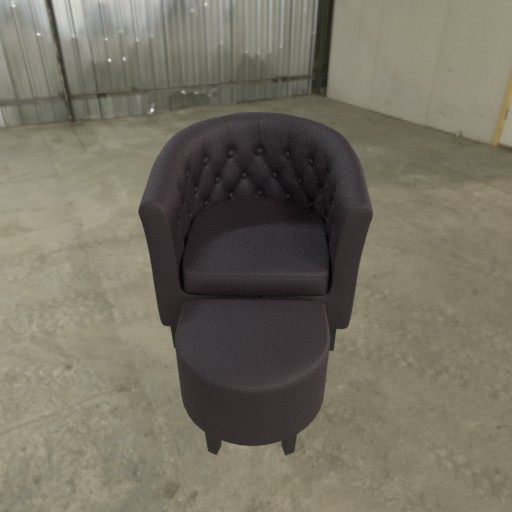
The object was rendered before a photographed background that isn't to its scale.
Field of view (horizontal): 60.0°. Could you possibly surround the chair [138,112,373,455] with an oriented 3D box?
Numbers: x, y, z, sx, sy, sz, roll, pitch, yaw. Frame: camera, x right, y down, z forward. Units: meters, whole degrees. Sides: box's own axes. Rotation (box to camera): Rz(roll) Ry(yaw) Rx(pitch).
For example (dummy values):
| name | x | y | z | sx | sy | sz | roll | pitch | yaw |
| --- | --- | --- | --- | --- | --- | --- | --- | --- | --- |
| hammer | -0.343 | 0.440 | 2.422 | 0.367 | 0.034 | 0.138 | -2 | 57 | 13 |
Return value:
| name | x | y | z | sx | sy | sz | roll | pitch | yaw |
| --- | --- | --- | --- | --- | --- | --- | --- | --- | --- |
| chair | 0.000 | 0.000 | 1.602 | 0.763 | 0.760 | 1.191 | 1 | 31 | 1 |
